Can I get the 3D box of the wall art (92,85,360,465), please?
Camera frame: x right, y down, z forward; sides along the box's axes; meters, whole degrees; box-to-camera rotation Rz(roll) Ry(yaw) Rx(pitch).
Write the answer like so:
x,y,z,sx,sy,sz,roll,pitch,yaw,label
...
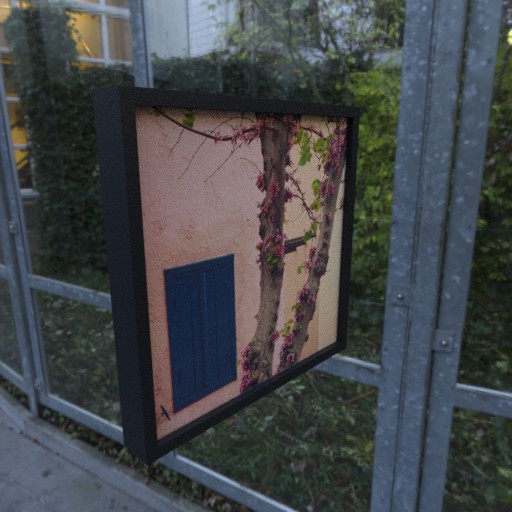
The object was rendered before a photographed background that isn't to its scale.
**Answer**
x,y,z,sx,sy,sz,roll,pitch,yaw,label
0.000,0.000,0.456,0.038,0.304,0.305,14,20,42,wall art
